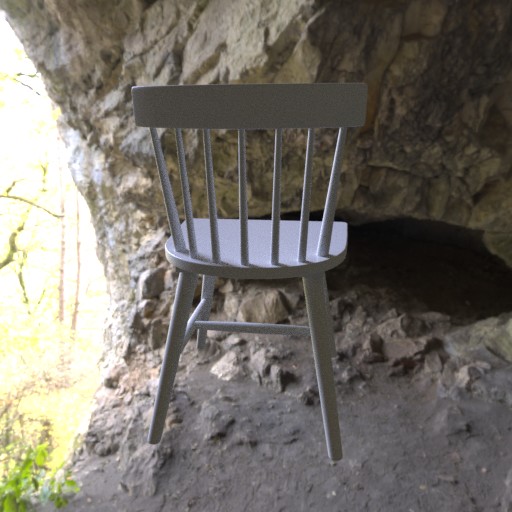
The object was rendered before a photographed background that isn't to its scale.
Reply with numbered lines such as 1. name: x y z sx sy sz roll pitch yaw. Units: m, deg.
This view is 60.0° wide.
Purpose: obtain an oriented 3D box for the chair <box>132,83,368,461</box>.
1. chair: 0.000 0.000 1.130 0.483 0.787 0.500 2 15 7
